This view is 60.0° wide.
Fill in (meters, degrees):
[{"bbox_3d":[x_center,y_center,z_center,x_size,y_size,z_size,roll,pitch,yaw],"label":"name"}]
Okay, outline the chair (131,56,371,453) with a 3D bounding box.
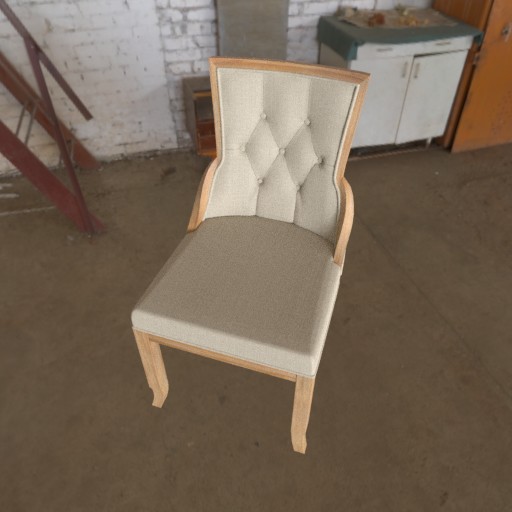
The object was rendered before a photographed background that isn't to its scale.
[{"bbox_3d":[0.000,0.000,1.339,0.524,0.947,0.641,12,43,14],"label":"chair"}]
